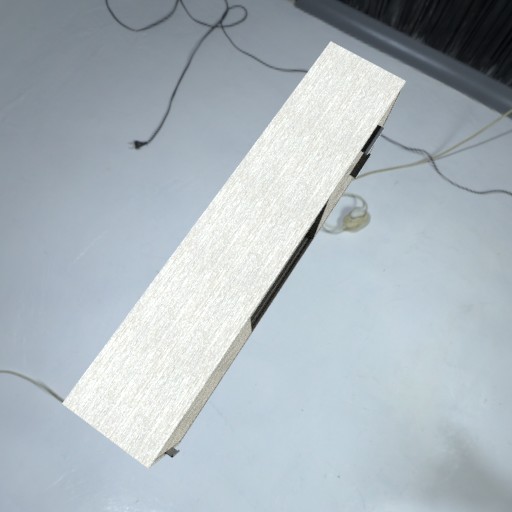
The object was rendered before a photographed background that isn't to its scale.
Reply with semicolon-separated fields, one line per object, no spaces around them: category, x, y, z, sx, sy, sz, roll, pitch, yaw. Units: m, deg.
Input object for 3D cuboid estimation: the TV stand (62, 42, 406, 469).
TV stand;0.000;0.000;2.077;0.405;0.787;1.804;32;76;9
